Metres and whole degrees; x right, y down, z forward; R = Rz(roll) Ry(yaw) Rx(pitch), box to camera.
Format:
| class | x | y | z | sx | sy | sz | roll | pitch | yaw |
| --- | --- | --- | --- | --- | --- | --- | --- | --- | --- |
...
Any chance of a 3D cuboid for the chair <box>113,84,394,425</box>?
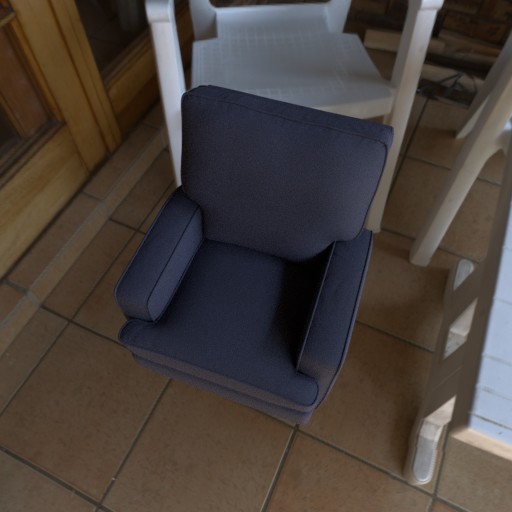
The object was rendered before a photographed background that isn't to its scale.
| class | x | y | z | sx | sy | sz | roll | pitch | yaw |
| --- | --- | --- | --- | --- | --- | --- | --- | --- | --- |
| chair | 0.000 | 0.000 | 1.741 | 0.861 | 0.962 | 0.964 | 16 | 60 | 10 |
